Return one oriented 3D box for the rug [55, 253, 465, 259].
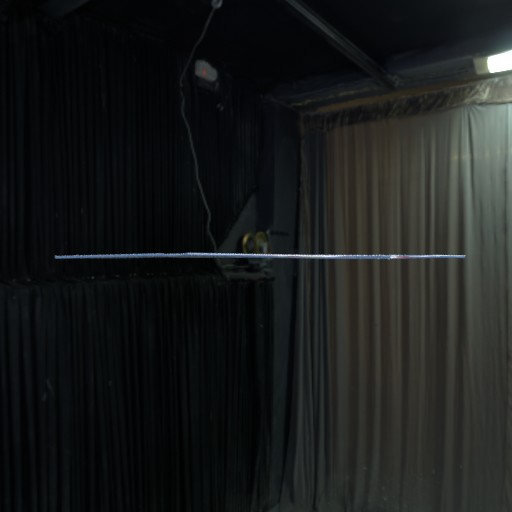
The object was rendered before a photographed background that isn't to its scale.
[{"bbox_3d":[0.000,0.000,2.289,1.793,0.025,1.159,0,0,35],"label":"rug"}]
